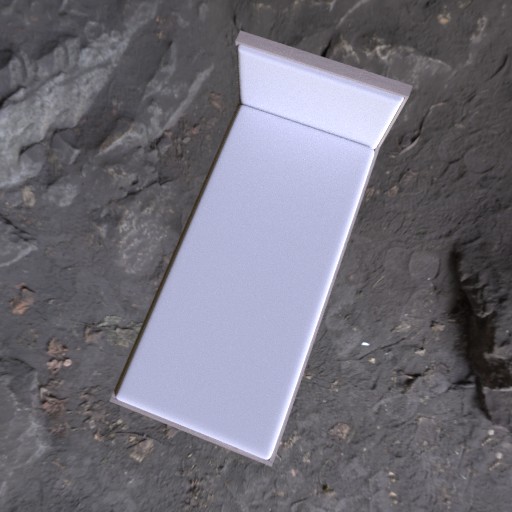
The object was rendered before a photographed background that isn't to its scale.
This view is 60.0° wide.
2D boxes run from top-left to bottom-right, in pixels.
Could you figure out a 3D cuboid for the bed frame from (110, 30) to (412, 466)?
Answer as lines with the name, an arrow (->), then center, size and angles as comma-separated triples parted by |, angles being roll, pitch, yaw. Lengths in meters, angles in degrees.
bed frame -> 0.000, 0.000, 2.628 | 0.990, 0.920, 2.140 | 20, 77, 5
